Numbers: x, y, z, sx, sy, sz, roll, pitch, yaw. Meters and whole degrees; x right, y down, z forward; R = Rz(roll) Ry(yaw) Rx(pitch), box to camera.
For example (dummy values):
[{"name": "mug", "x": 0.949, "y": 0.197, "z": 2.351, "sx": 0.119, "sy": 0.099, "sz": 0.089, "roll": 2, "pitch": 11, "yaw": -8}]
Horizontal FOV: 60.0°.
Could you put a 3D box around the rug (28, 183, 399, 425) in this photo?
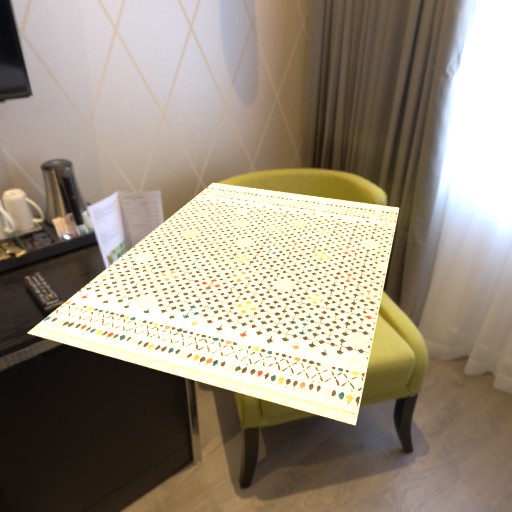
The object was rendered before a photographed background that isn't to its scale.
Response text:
[{"name": "rug", "x": 0.000, "y": 0.000, "z": 2.022, "sx": 1.146, "sy": 0.006, "sz": 1.556, "roll": 10, "pitch": 32, "yaw": 17}]
